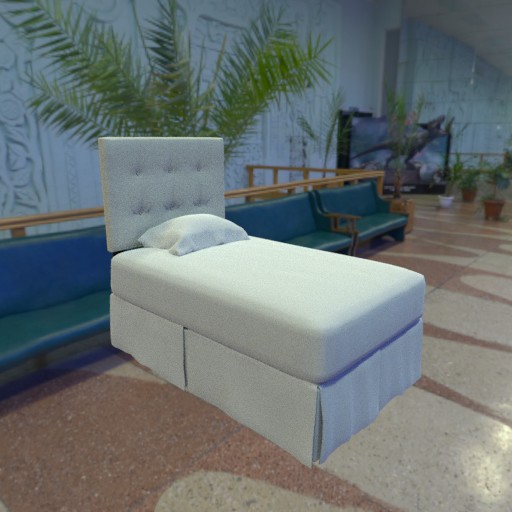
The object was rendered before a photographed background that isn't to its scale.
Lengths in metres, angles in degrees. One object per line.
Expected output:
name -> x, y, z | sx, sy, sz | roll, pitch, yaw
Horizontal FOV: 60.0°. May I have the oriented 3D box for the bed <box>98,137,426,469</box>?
bed -> 0.000, 0.000, 3.024 | 1.997, 1.571, 1.261 | 13, 20, 41
